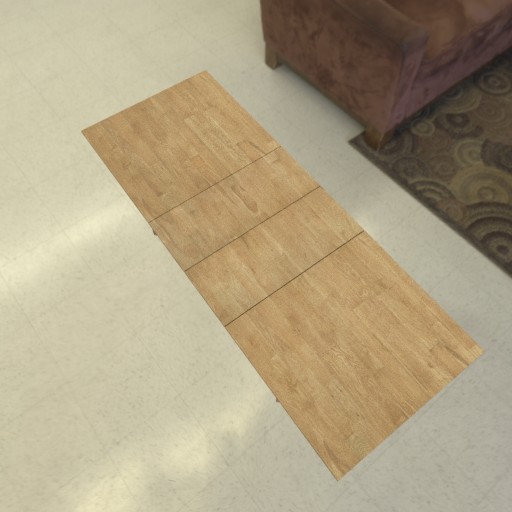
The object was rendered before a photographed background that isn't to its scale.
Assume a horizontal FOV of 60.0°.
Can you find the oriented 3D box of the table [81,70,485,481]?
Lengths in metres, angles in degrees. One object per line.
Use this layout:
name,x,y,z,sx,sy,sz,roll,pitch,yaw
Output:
table,0.000,0.000,2.956,1.000,0.752,2.603,-33,67,-16
